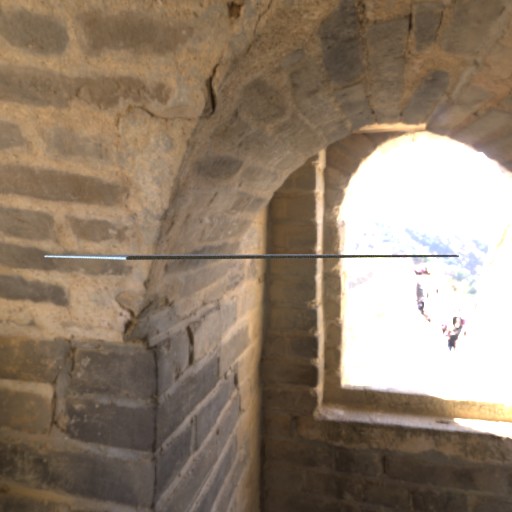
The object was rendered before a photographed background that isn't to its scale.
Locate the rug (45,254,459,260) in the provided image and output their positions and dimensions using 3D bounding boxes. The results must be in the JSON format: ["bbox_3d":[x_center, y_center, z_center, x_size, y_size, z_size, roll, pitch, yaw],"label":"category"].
[{"bbox_3d":[0.000,0.000,3.514,2.746,0.018,1.819,0,0,-36],"label":"rug"}]
